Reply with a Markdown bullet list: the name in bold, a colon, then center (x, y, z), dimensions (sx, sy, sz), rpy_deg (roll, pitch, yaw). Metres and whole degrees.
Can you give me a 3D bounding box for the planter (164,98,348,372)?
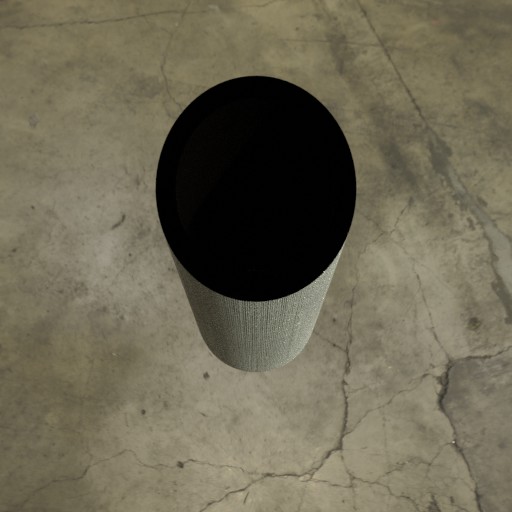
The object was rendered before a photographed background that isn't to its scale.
- **planter**: center (0.000, 0.000, 0.129), dimensions (0.045, 0.103, 0.045), rpy_deg (-13, 63, -6)
